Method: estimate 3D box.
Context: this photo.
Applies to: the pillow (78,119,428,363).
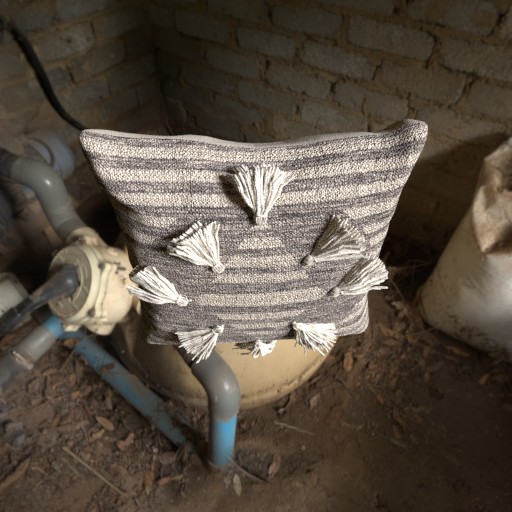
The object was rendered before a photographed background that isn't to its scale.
[{"bbox_3d":[0.000,0.000,0.771,0.484,0.490,0.234,-3,46,-3],"label":"pillow"}]
